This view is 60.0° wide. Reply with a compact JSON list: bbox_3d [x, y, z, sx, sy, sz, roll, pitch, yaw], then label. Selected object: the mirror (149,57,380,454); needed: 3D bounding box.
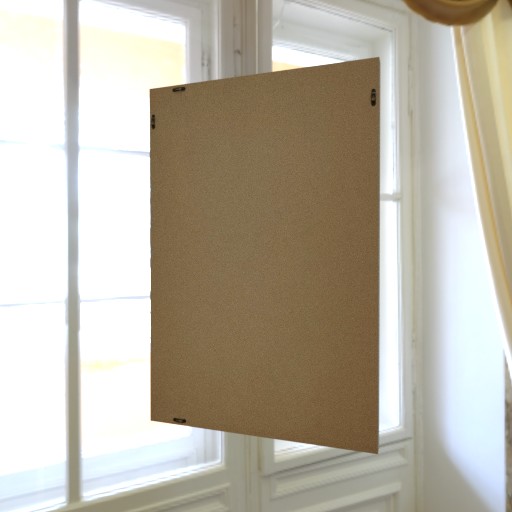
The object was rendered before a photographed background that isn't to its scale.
[{"bbox_3d":[0.000,0.000,1.135,0.609,0.915,0.040,0,1,19],"label":"mirror"}]
